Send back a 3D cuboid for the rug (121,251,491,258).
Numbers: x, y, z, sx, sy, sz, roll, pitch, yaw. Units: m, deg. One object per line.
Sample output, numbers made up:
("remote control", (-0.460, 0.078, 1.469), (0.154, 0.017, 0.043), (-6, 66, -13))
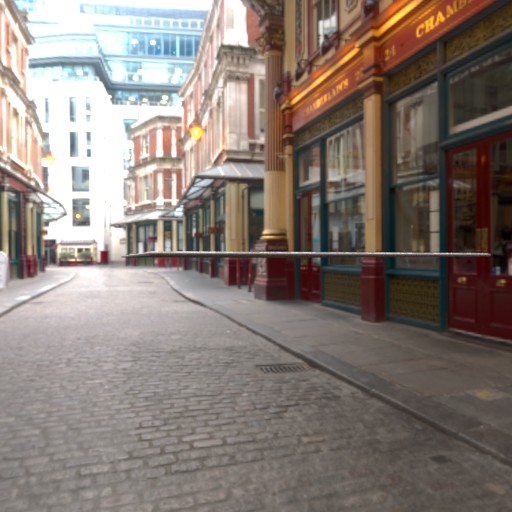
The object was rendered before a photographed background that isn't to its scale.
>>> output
("rug", (0.000, 0.000, 2.870), (1.578, 0.014, 2.206), (0, 0, -19))
